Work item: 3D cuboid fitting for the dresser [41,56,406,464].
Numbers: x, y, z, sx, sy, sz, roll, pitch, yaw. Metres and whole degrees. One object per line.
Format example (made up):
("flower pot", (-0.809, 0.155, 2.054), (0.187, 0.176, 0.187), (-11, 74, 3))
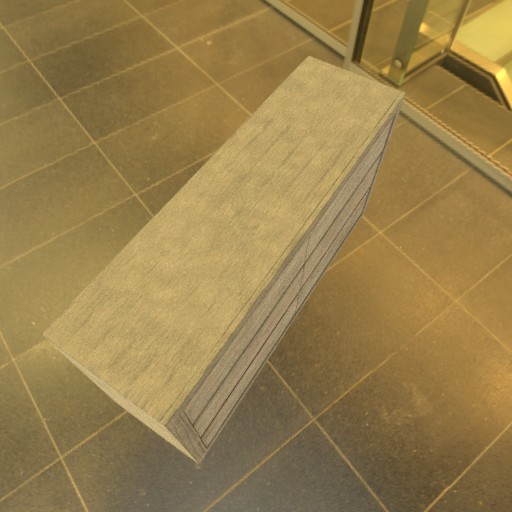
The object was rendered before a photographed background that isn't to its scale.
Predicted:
("dresser", (0.000, 0.000, 1.998), (0.483, 0.889, 1.628), (29, 63, 17))
